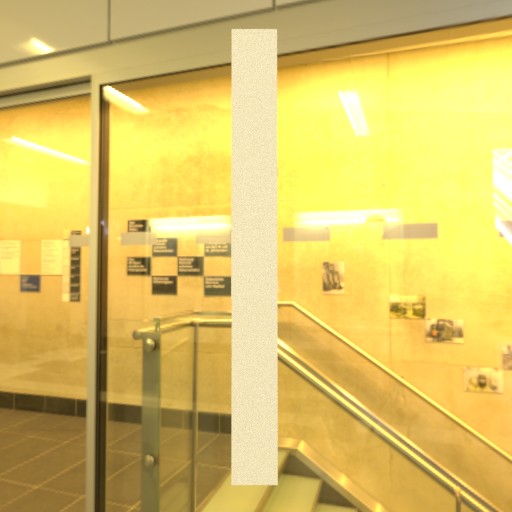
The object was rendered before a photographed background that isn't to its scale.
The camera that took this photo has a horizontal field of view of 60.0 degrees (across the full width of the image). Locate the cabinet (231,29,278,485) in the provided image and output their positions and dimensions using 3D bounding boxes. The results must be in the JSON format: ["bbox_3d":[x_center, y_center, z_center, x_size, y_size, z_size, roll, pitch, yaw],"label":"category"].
[{"bbox_3d":[0.000,0.000,2.041,0.192,1.770,0.643,0,-2,0],"label":"cabinet"}]
